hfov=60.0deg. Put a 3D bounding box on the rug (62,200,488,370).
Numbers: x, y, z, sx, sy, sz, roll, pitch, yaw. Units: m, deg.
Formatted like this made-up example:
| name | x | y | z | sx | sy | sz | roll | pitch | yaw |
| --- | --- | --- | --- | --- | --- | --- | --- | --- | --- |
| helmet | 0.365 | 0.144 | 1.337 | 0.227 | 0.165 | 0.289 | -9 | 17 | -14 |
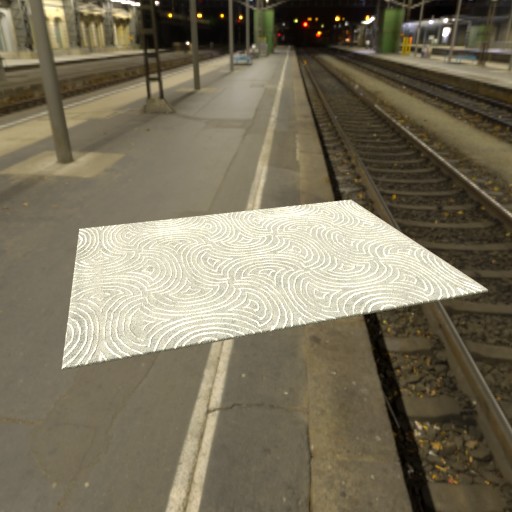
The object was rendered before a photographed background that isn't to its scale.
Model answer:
| name | x | y | z | sx | sy | sz | roll | pitch | yaw |
| --- | --- | --- | --- | --- | --- | --- | --- | --- | --- |
| rug | 0.000 | 0.000 | 2.764 | 2.144 | 0.015 | 1.543 | -8 | 27 | -15 |
